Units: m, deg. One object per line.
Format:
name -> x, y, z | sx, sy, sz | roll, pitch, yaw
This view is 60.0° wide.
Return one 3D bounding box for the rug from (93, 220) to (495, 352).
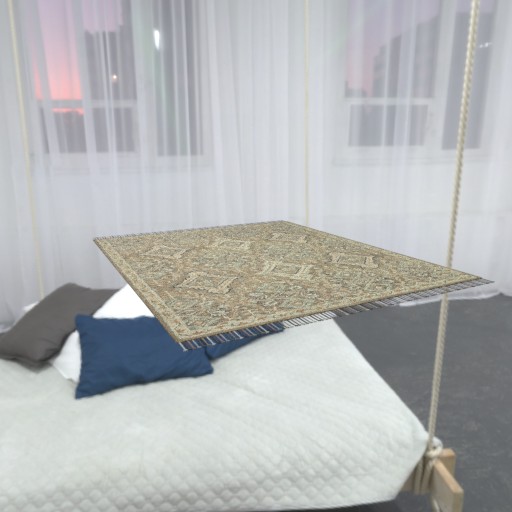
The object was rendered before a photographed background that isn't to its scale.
rug -> 0.000, 0.000, 4.066 | 2.437, 0.010, 3.056 | -7, 16, -27
